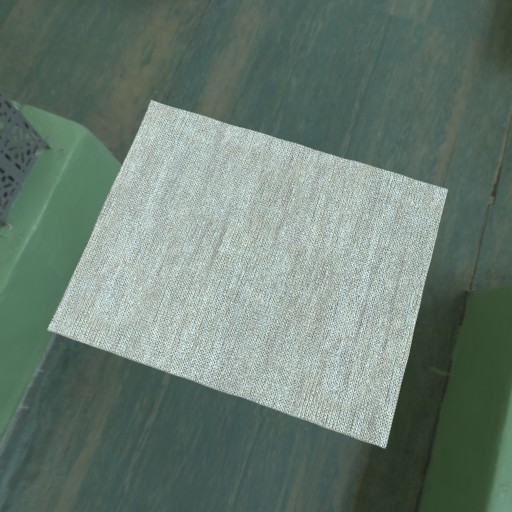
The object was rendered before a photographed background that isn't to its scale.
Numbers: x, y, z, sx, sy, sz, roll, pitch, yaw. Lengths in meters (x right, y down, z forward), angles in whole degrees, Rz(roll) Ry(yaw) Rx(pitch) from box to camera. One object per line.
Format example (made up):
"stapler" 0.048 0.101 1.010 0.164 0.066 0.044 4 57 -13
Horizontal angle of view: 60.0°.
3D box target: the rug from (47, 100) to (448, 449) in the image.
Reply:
"rug" 0.000 0.000 4.035 3.052 0.030 2.429 18 76 5
